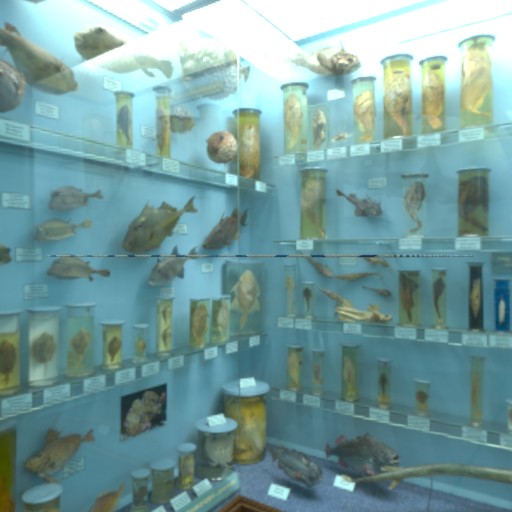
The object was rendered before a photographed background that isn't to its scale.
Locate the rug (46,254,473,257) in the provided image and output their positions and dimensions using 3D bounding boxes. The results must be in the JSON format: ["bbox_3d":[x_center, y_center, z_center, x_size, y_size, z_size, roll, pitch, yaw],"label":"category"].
[{"bbox_3d":[0.000,0.000,2.279,1.830,0.008,1.225,0,0,36],"label":"rug"}]
